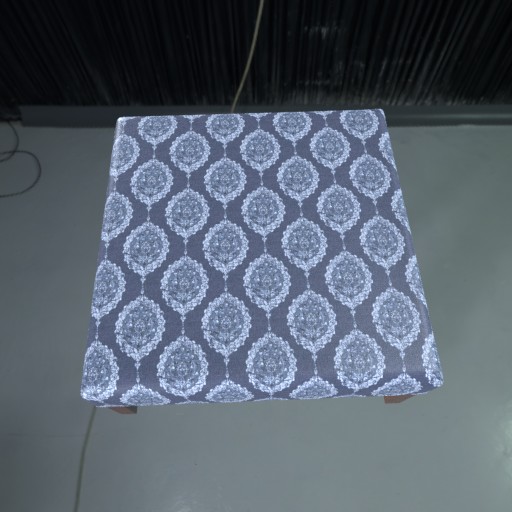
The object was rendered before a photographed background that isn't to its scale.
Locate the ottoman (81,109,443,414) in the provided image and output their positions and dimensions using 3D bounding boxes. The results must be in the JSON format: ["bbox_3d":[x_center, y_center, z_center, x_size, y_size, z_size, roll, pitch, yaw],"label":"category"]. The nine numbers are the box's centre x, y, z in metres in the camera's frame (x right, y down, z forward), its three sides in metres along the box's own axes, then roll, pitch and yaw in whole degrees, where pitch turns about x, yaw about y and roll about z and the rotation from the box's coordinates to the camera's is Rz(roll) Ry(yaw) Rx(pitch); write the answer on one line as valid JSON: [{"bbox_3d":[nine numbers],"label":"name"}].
[{"bbox_3d":[0.000,0.000,1.399,0.889,0.409,0.890,-2,64,-1],"label":"ottoman"}]
